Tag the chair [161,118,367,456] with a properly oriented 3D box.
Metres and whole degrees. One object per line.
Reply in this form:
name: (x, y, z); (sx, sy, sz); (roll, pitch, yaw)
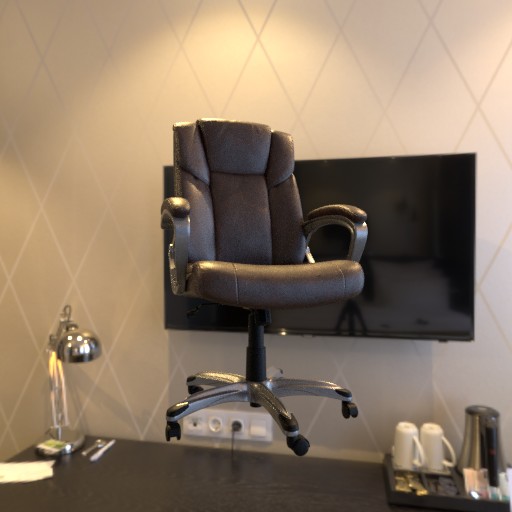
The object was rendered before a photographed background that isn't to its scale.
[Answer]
chair: (0.000, 0.000, 1.564); (0.656, 1.128, 0.692); (0, -1, -18)
